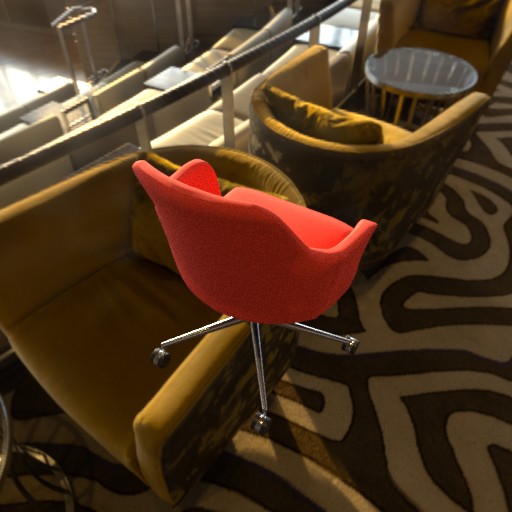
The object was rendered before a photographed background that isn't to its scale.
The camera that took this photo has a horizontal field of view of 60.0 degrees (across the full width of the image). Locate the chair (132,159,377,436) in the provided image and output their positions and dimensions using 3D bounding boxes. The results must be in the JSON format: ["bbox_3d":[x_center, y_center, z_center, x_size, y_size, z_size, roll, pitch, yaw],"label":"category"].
[{"bbox_3d":[0.000,0.000,1.290,0.655,0.820,0.600,24,50,22],"label":"chair"}]
